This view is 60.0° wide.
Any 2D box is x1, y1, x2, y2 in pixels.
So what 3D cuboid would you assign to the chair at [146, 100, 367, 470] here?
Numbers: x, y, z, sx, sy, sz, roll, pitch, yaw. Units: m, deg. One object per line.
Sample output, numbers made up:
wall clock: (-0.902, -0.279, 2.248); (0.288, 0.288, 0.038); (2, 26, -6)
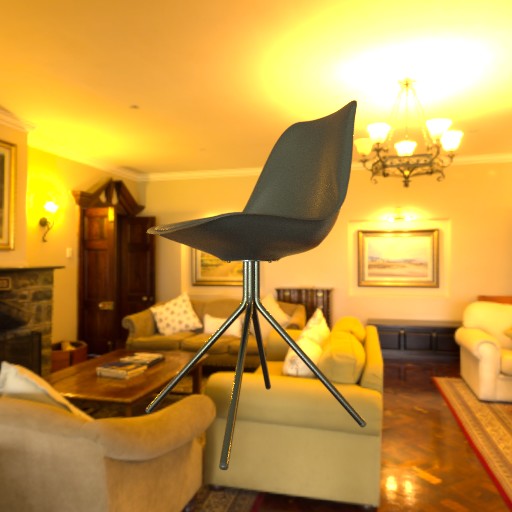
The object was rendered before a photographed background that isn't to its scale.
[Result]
chair: (0.000, 0.000, 1.161); (0.525, 0.850, 0.461); (1, -1, -35)
